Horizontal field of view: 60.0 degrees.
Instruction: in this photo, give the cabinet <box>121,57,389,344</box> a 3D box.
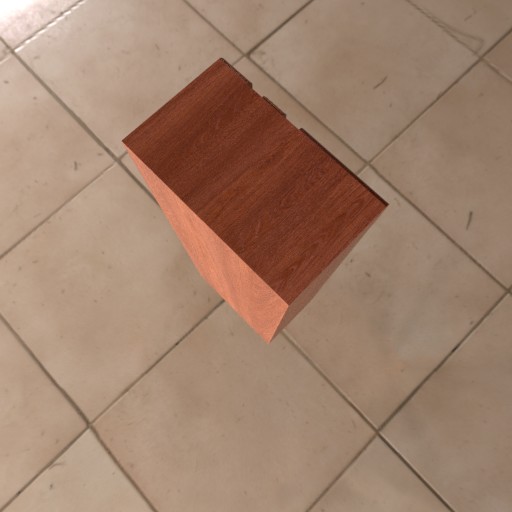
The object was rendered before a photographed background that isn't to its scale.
[{"bbox_3d":[0.000,0.000,2.192,0.420,1.980,0.660,-44,80,-10],"label":"cabinet"}]
